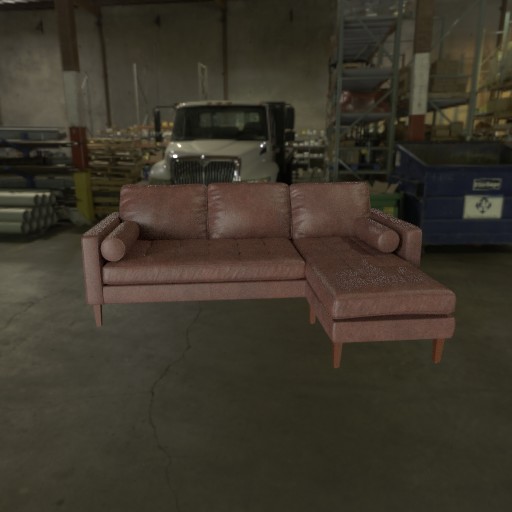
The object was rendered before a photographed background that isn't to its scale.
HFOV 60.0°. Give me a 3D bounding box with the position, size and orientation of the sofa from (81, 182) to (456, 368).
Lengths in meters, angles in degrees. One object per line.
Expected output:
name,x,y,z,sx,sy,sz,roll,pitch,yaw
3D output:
sofa,0.000,0.000,2.923,2.185,0.841,1.613,-1,15,-5
